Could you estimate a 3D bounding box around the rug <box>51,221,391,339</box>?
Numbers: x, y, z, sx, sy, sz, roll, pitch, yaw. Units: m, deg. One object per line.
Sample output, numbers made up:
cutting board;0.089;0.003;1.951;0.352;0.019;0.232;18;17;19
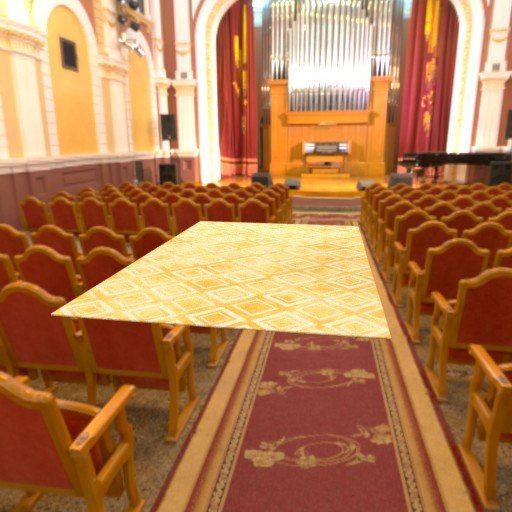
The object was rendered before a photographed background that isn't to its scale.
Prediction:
rug;0.000;0.000;3.058;1.511;0.010;2.424;2;15;9
